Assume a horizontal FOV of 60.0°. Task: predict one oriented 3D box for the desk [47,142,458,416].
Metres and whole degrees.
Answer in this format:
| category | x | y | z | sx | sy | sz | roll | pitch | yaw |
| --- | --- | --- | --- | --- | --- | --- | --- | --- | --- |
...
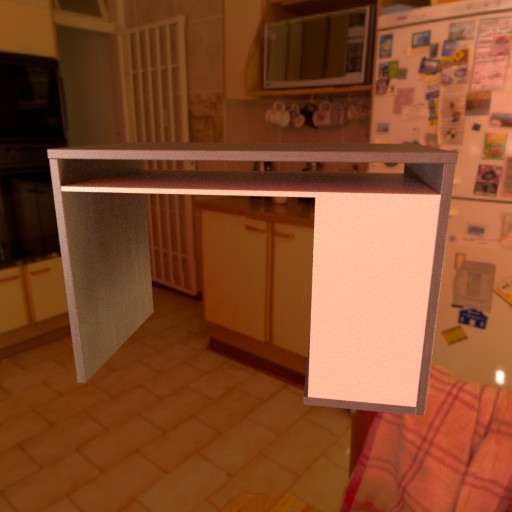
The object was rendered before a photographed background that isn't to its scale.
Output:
| category | x | y | z | sx | sy | sz | roll | pitch | yaw |
| --- | --- | --- | --- | --- | --- | --- | --- | --- | --- |
| desk | 0.000 | 0.000 | 1.555 | 1.100 | 0.750 | 0.600 | 3 | 16 | 9 |
